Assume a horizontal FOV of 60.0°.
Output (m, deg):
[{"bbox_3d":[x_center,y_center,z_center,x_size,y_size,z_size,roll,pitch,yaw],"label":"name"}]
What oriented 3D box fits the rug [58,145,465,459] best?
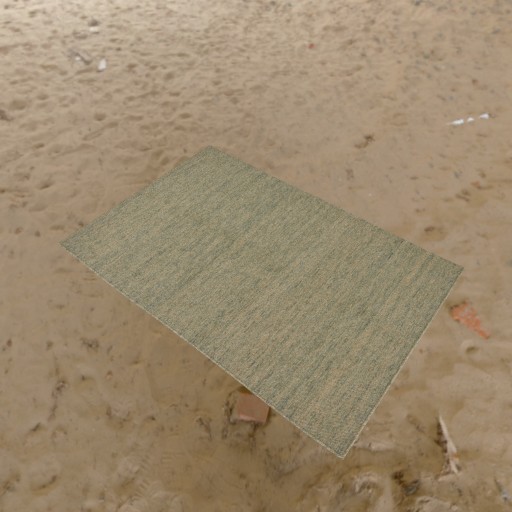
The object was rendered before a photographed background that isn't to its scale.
[{"bbox_3d":[0.000,0.000,2.985,2.283,0.013,1.547,30,54,25],"label":"rug"}]
